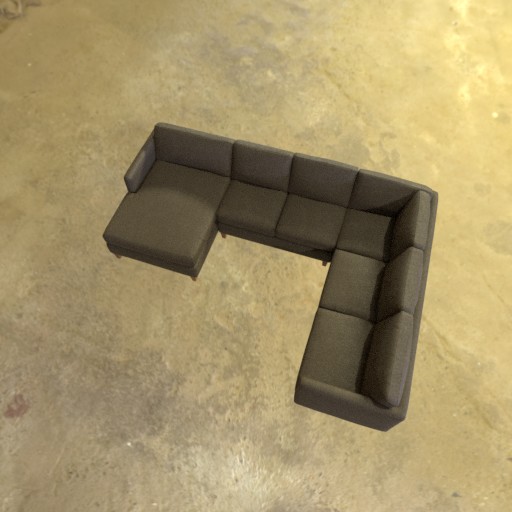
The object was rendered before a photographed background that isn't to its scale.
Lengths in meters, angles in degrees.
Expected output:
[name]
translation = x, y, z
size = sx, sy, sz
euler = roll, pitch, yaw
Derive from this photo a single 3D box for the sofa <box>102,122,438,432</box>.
[sofa]
translation = 0.000, 0.000, 4.771
size = 3.460, 0.961, 2.594
euler = 16, 60, 9
